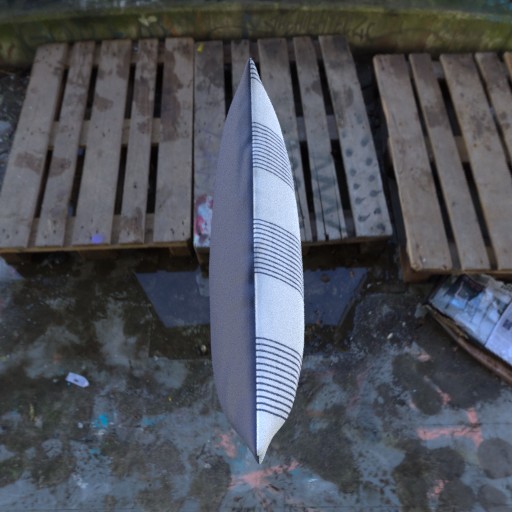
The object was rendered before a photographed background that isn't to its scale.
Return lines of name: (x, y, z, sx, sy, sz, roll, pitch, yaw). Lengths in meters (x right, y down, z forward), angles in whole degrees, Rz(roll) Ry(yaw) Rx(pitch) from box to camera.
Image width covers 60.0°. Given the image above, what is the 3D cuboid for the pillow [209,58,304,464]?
pillow: (0.000, 0.000, 0.725, 0.151, 0.287, 0.610, -1, 63, 0)
